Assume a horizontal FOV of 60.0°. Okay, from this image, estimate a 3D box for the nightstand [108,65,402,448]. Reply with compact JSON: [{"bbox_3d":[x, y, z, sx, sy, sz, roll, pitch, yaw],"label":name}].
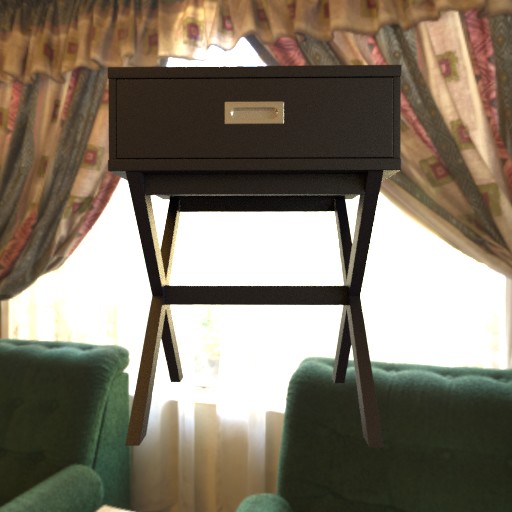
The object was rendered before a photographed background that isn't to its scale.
[{"bbox_3d":[0.000,0.000,0.924,0.479,0.623,0.402,0,0,1],"label":"nightstand"}]
